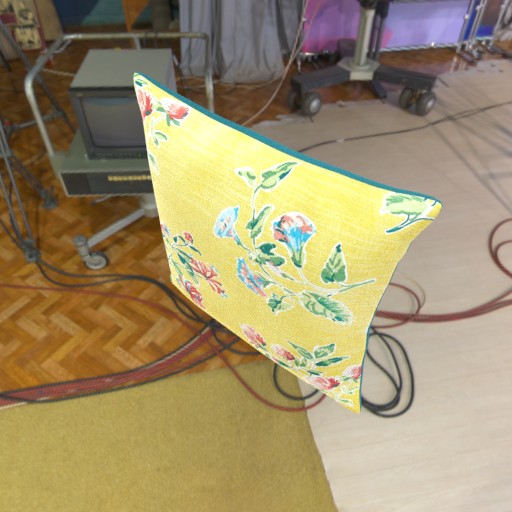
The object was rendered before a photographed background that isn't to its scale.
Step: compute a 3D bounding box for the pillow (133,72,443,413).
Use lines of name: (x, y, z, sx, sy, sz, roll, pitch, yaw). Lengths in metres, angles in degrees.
pillow: (0.000, 0.000, 0.780, 0.525, 0.508, 0.166, 31, 54, 26)
